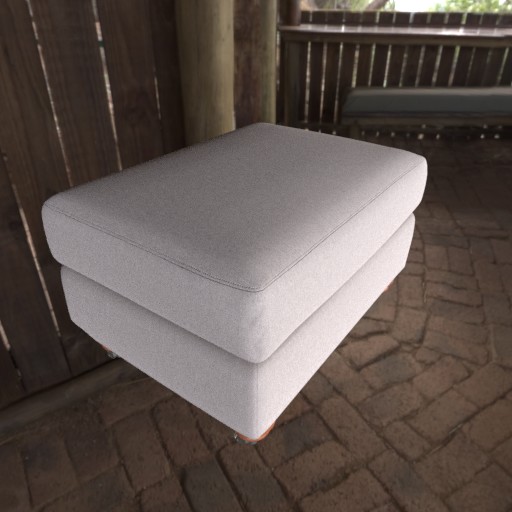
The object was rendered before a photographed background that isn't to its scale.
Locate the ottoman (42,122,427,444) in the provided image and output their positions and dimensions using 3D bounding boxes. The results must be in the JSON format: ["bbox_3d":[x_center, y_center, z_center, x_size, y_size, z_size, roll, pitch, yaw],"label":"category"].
[{"bbox_3d":[0.000,0.000,1.112,0.574,0.497,0.773,21,37,30],"label":"ottoman"}]
